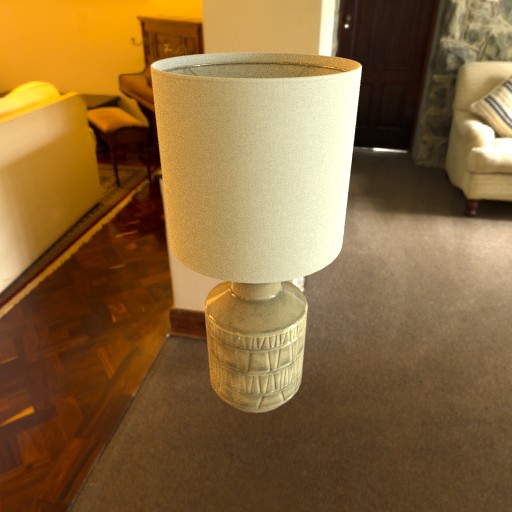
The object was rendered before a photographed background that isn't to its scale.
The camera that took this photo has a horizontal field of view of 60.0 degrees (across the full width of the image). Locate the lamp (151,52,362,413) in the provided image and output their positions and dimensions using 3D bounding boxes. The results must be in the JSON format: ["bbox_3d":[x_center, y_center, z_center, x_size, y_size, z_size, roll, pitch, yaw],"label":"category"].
[{"bbox_3d":[0.000,0.000,0.565,0.211,0.455,0.211,-22,36,-32],"label":"lamp"}]
